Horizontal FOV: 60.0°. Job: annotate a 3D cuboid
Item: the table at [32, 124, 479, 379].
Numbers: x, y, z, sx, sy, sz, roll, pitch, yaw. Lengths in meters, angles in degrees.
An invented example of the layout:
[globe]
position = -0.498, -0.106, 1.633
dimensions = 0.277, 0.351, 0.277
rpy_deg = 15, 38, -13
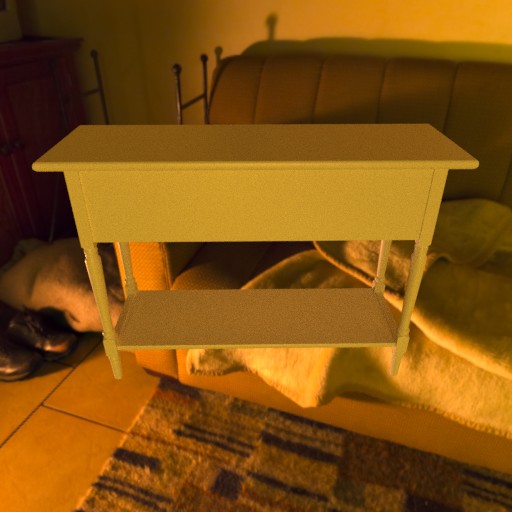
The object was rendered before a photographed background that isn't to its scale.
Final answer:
[table]
position = 0.000, 0.000, 1.549
dimensions = 1.191, 0.814, 0.386
rpy_deg = 0, 31, -1
